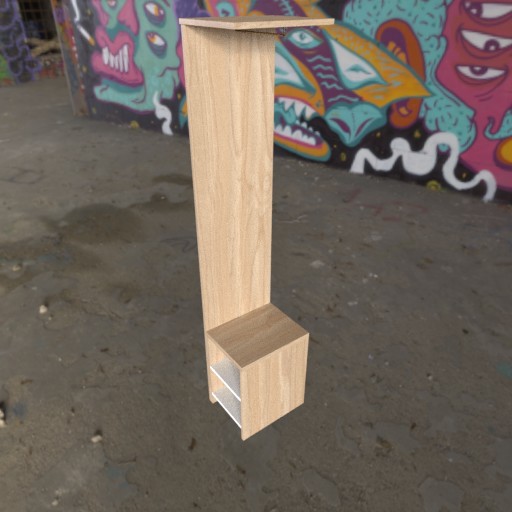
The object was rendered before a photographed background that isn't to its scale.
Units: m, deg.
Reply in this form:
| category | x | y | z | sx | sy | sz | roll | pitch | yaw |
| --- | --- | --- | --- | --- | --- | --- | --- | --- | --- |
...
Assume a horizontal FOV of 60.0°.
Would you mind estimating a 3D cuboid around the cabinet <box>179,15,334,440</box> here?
| category | x | y | z | sx | sy | sz | roll | pitch | yaw |
| --- | --- | --- | --- | --- | --- | --- | --- | --- | --- |
| cabinet | 0.000 | 0.000 | 1.987 | 0.411 | 1.879 | 0.338 | -21 | 36 | -31 |
